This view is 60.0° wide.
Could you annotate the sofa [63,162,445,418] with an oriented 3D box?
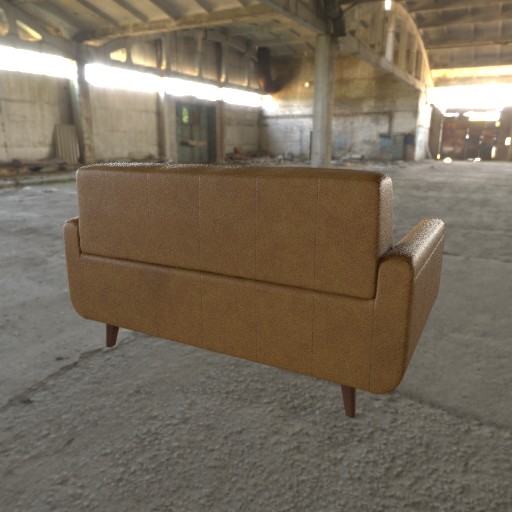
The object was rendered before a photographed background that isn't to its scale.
[{"bbox_3d":[0.000,0.000,2.222,1.651,0.925,0.952,8,16,27],"label":"sofa"}]
